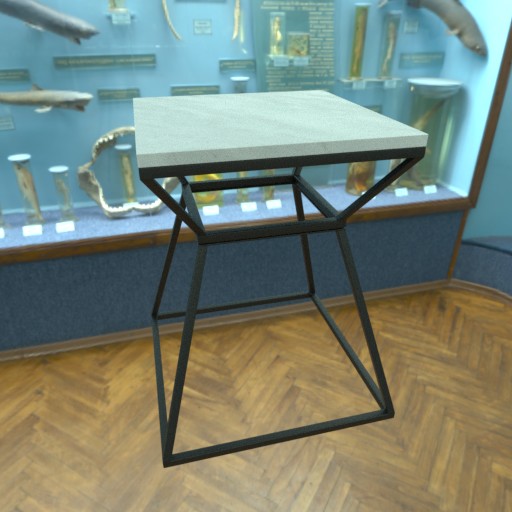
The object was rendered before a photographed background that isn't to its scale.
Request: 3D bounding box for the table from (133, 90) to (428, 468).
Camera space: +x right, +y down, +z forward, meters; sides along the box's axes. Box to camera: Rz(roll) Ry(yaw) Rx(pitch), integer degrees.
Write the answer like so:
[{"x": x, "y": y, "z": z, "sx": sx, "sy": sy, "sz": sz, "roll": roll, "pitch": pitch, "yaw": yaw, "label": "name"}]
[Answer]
[{"x": 0.000, "y": 0.000, "z": 0.893, "sx": 0.455, "sy": 0.559, "sz": 0.455, "roll": -7, "pitch": 30, "yaw": -12, "label": "table"}]
